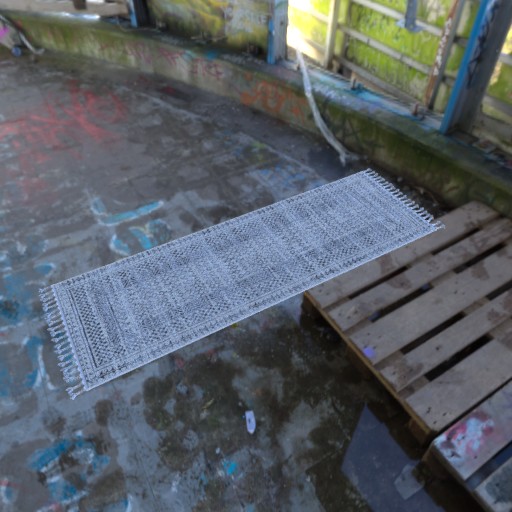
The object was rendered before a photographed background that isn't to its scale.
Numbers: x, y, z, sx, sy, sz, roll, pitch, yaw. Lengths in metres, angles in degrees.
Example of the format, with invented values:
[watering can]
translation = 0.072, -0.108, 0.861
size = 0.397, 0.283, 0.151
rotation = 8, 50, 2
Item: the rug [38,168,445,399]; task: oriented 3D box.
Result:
[rug]
translation = 0.000, 0.000, 2.746
size = 2.480, 0.013, 0.786
rotation = -22, 50, -20
